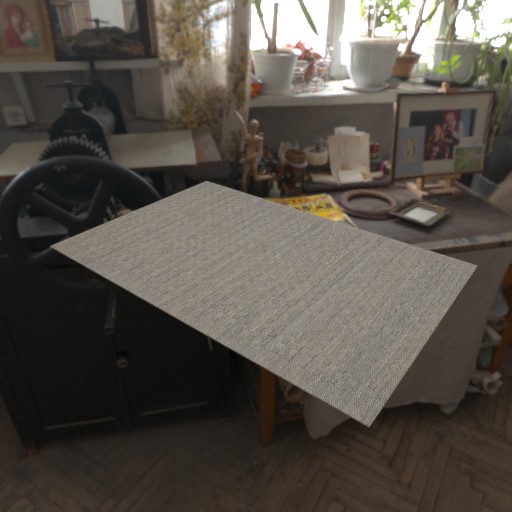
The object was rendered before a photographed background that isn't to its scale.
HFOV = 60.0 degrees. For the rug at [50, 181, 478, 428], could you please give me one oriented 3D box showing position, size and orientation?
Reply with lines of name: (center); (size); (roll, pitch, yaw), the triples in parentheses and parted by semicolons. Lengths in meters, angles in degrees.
rug: (0.000, 0.000, 2.163); (1.752, 0.006, 1.142); (22, 37, 32)
